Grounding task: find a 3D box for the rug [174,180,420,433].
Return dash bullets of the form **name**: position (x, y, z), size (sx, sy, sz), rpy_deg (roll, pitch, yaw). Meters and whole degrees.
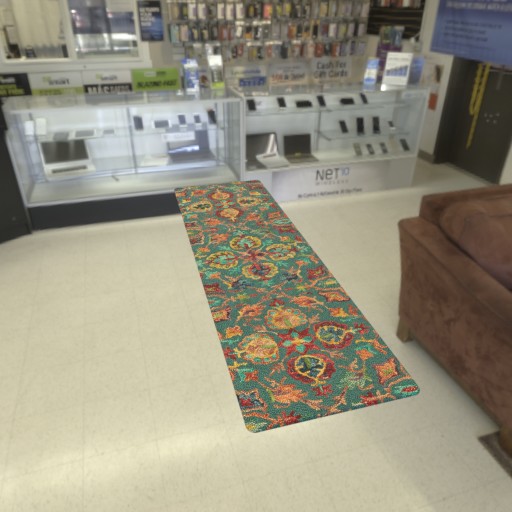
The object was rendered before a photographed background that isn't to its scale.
- **rug**: position (0.000, 0.000, 2.546), size (0.686, 0.013, 2.286), rpy_deg (-8, 32, -13)
